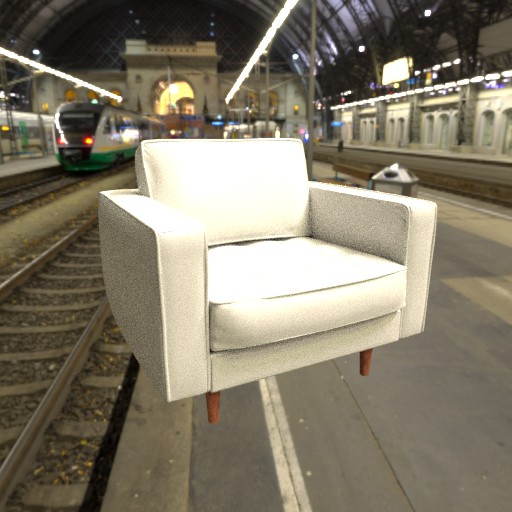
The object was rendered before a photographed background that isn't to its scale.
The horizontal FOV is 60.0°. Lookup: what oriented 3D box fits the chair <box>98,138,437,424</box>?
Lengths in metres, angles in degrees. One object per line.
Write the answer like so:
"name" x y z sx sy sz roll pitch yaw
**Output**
"chair" 0.000 0.000 1.517 0.928 0.773 0.843 -8 17 -26
